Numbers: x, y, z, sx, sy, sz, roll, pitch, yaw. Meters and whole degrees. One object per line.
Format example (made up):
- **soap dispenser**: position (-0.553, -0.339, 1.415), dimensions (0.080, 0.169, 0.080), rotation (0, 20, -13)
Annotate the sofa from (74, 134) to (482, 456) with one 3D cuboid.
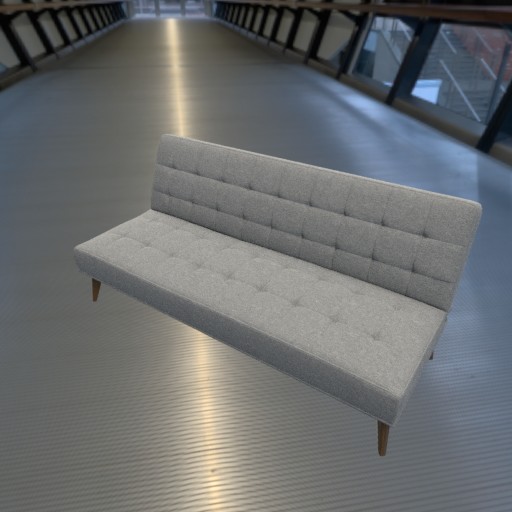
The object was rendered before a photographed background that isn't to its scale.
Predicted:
- **sofa**: position (0.000, 0.000, 2.199), dimensions (1.800, 0.810, 0.860), rotation (20, 36, 29)
